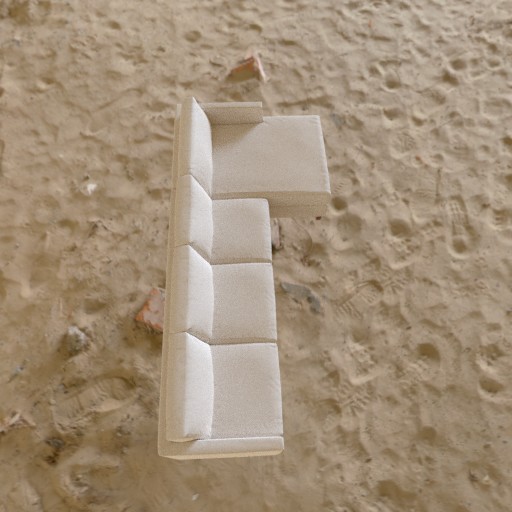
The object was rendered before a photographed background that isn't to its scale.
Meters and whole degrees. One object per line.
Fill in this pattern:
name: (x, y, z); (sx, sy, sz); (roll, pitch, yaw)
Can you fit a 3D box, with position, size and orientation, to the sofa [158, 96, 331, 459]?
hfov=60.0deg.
sofa: (0.000, 0.000, 4.232); (1.606, 0.954, 3.471); (-2, 63, -1)
